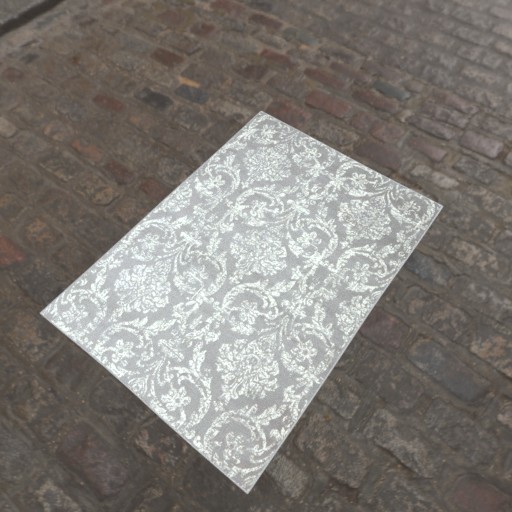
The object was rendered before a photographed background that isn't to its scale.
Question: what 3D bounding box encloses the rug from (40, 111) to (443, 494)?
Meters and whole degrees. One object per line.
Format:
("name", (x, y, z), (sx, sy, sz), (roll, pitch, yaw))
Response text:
("rug", (0.000, 0.000, 2.855), (1.578, 0.014, 2.206), (33, 65, 18))
